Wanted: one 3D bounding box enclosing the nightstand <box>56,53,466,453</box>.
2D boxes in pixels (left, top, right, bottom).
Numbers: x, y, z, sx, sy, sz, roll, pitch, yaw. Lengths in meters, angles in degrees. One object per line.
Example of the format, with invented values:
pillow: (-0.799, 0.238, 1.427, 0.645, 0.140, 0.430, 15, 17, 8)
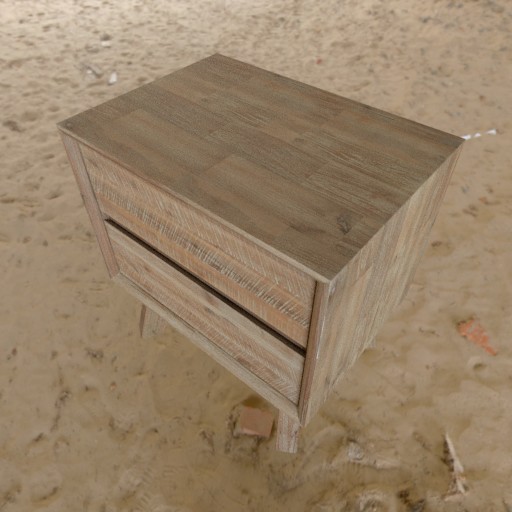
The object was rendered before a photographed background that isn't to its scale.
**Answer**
nightstand: (0.000, 0.000, 0.942, 0.552, 0.589, 0.396, 31, 53, 27)
